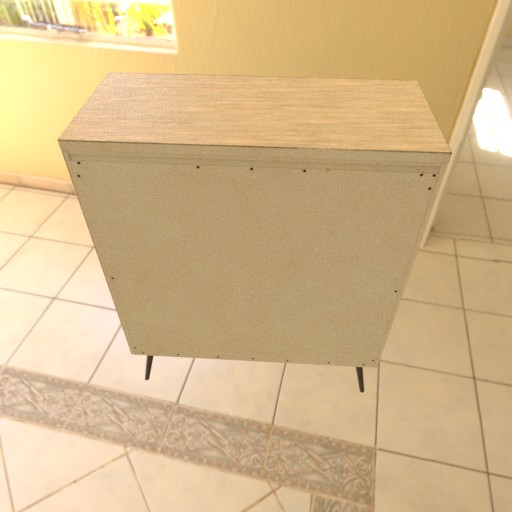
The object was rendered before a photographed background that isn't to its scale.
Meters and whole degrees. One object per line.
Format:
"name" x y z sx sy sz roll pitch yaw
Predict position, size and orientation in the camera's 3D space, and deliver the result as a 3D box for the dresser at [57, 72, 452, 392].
"dresser" 0.000 0.000 1.721 1.016 1.219 0.457 3 44 3
